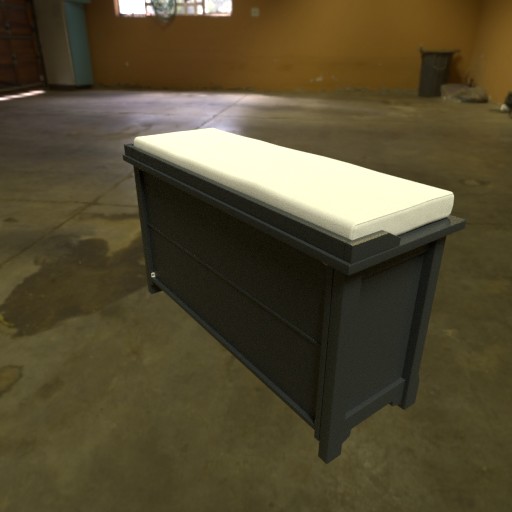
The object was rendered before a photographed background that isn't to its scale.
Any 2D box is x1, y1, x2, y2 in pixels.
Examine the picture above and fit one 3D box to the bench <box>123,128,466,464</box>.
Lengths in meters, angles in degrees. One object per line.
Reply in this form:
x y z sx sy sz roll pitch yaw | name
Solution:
0.000 0.000 1.255 0.345 0.561 0.973 -18 31 -32 | bench
